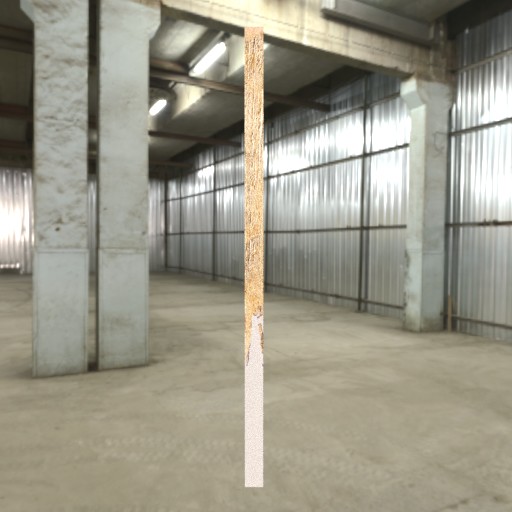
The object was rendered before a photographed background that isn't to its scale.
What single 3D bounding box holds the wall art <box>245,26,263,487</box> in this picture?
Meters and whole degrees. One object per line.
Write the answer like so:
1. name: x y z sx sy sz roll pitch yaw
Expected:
1. wall art: 0.000 0.000 1.180 0.039 0.911 0.607 0 1 0
